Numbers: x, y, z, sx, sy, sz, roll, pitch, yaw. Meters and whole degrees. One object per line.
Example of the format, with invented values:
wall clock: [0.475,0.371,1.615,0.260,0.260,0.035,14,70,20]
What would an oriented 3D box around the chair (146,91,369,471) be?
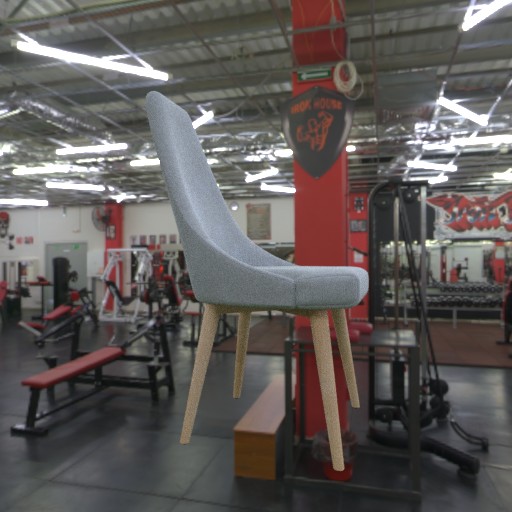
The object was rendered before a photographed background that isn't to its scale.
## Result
chair: [0.000,0.000,1.379,0.660,1.040,0.510,0,0,18]
